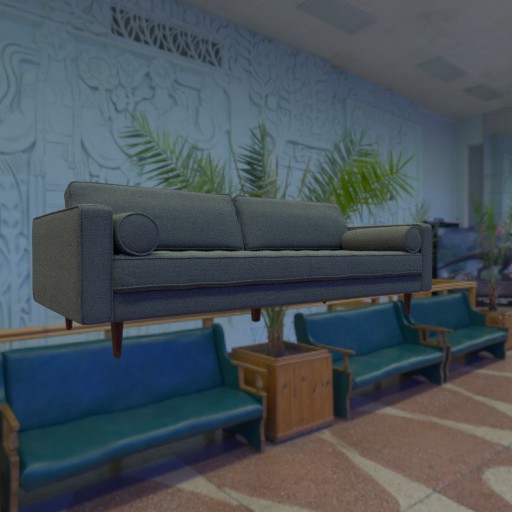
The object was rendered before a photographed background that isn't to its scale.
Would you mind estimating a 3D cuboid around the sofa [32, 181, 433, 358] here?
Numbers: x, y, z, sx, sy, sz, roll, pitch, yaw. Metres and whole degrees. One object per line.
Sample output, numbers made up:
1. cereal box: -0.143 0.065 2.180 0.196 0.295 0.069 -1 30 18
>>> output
1. sofa: 0.000 0.000 2.553 2.198 0.762 0.914 -1 1 -36
